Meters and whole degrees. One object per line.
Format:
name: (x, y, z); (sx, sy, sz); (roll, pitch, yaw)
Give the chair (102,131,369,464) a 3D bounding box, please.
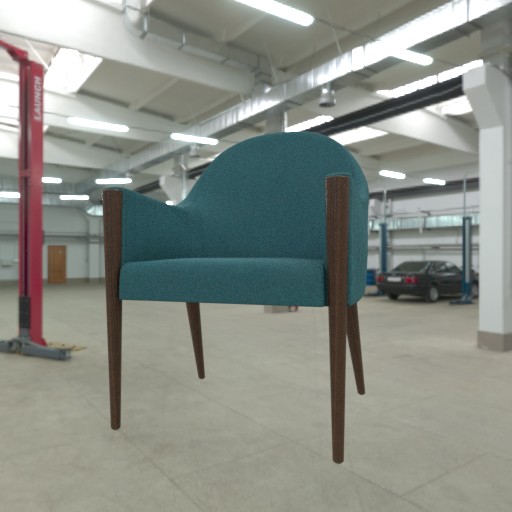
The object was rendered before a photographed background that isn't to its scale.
chair: (0.000, 0.000, 1.337); (0.656, 0.907, 0.652); (0, 0, 19)
